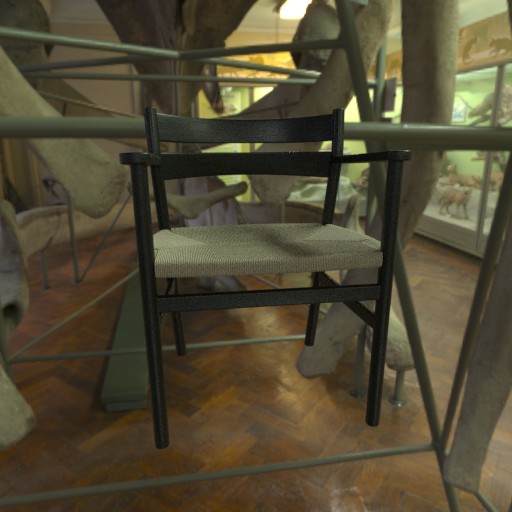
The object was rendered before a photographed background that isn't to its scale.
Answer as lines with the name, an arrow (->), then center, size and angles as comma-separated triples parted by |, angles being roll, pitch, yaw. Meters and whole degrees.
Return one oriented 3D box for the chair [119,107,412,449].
chair -> 0.000, 0.000, 1.200 | 0.630, 0.775, 0.508 | -2, 16, -9
